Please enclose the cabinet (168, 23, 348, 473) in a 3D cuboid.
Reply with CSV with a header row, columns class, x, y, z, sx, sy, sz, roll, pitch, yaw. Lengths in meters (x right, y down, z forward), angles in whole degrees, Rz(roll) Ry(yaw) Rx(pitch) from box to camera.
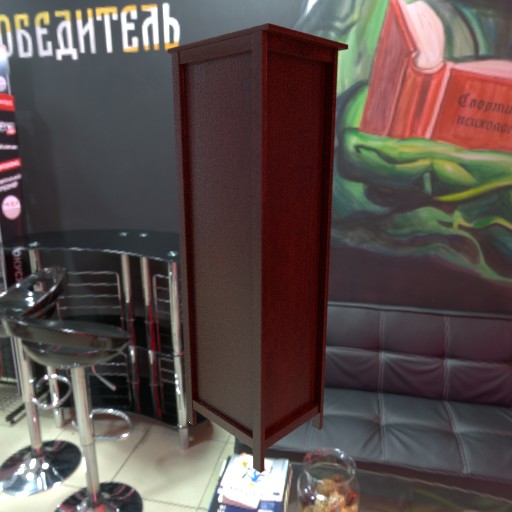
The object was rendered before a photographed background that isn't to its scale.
class,x,y,z,sx,sy,sz,roll,pitch,yaw
cabinet,0.000,0.000,1.744,0.401,1.518,0.500,-14,20,-43
